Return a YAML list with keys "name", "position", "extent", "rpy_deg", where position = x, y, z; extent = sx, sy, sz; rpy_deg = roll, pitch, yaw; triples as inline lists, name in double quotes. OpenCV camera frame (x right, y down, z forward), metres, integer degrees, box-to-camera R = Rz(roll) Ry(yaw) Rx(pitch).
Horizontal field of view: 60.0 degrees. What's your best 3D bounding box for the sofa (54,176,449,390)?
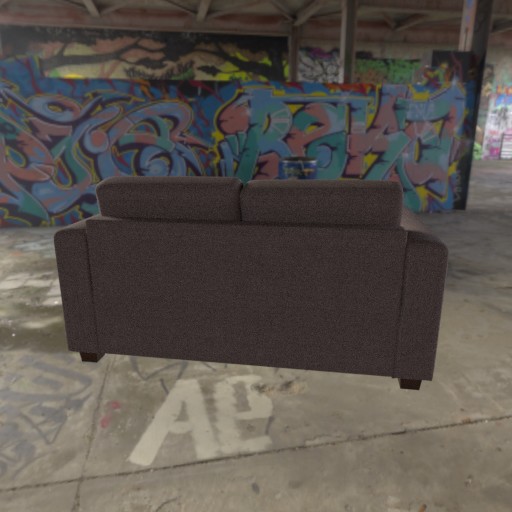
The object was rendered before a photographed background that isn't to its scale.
- name: "sofa"
  position: [0.000, 0.000, 2.109]
  extent: [1.520, 0.800, 0.900]
  rpy_deg: [3, 16, 9]
